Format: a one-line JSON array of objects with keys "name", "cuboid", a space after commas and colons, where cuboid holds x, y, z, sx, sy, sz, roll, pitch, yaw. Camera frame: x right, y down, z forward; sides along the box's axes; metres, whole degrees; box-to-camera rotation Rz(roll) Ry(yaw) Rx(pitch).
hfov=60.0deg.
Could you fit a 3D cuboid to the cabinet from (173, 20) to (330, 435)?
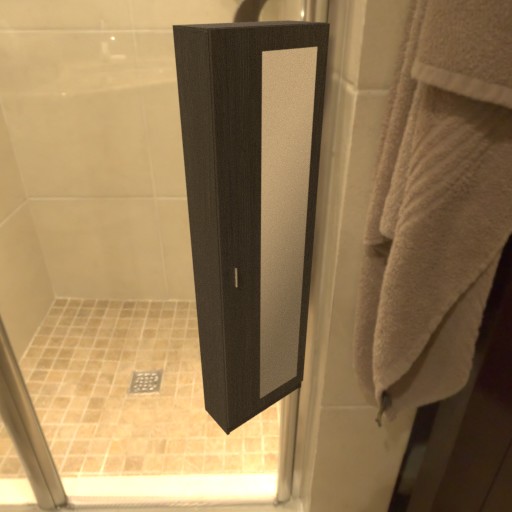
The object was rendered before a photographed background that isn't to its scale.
[{"name": "cabinet", "cuboid": [0.000, 0.000, 1.928, 0.500, 1.790, 0.230, -22, 37, -33]}]
